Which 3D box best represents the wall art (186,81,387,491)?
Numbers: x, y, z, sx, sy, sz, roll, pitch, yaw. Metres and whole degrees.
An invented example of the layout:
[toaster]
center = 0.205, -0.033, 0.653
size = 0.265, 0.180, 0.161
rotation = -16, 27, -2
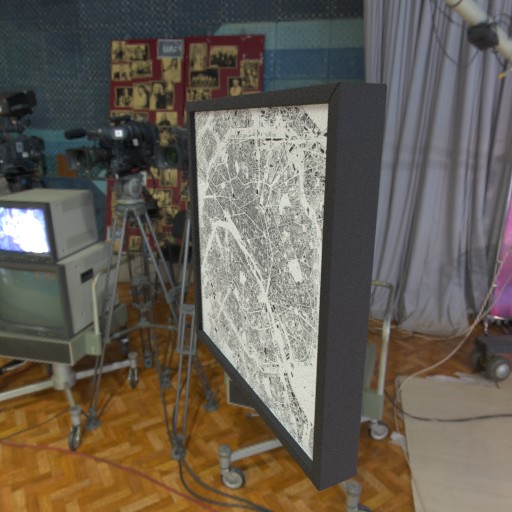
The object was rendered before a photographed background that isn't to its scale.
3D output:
[wall art]
center = 0.000, 0.000, 0.447
size = 0.037, 0.305, 0.305
rotation = -8, 18, -25
